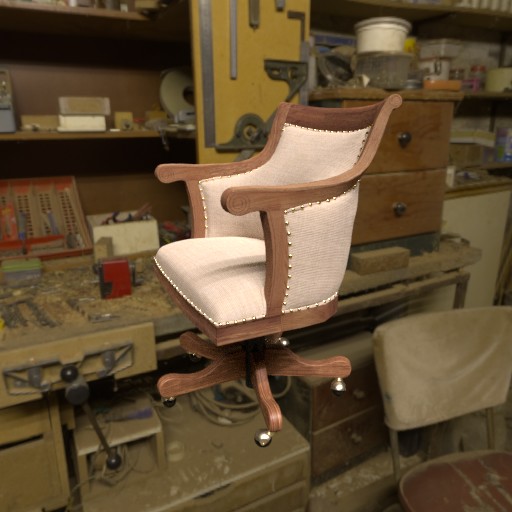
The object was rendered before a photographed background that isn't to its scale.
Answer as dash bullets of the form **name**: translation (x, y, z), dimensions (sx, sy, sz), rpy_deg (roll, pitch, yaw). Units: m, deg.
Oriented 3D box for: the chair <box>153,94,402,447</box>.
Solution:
- **chair**: translation (0.000, 0.000, 1.428), dimensions (0.689, 0.965, 0.656), rpy_deg (-8, 19, -25)
